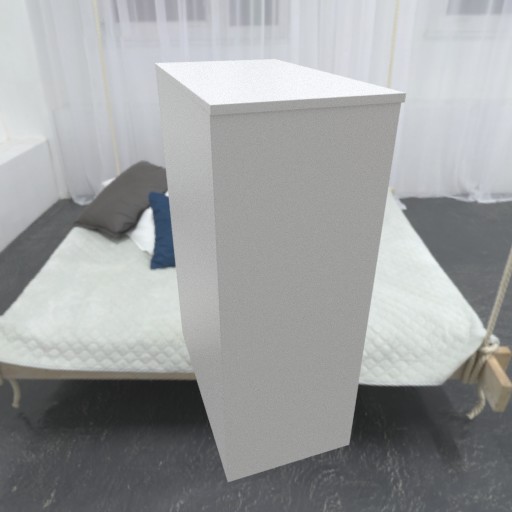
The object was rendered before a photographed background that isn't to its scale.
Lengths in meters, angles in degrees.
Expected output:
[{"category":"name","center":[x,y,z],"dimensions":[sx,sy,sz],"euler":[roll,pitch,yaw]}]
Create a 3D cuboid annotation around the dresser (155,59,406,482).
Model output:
[{"category":"dresser","center":[0.000,0.000,1.339],"dimensions":[0.401,1.021,0.704],"euler":[-9,30,-16]}]
